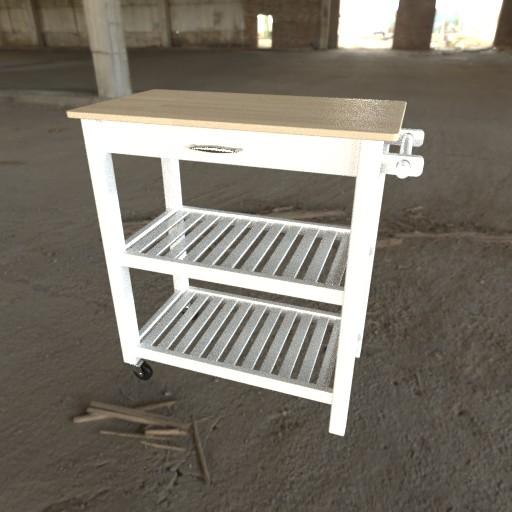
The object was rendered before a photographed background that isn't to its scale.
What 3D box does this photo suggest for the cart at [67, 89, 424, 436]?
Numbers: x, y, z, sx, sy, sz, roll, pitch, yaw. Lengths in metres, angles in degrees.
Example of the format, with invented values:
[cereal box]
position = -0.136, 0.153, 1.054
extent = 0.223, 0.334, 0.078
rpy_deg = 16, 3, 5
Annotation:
[cart]
position = 0.000, 0.000, 1.432
extent = 0.899, 0.927, 0.457
rpy_deg = 9, 29, 16
